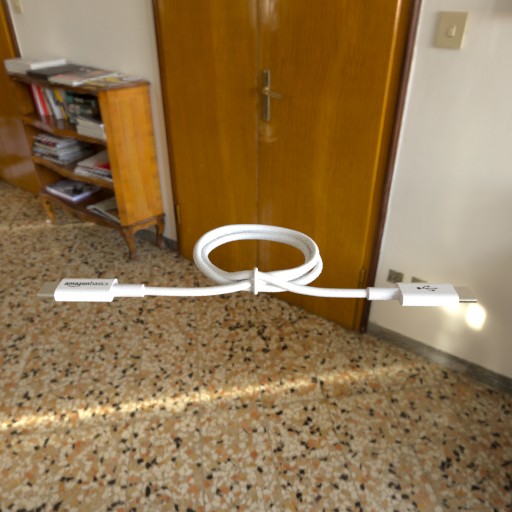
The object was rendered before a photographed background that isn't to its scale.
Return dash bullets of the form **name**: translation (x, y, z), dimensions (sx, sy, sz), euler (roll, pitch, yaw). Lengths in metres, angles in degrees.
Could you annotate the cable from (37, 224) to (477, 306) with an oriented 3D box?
- **cable**: translation (0.000, 0.000, 0.231), dimensions (0.203, 0.014, 0.070), euler (0, 31, 1)
